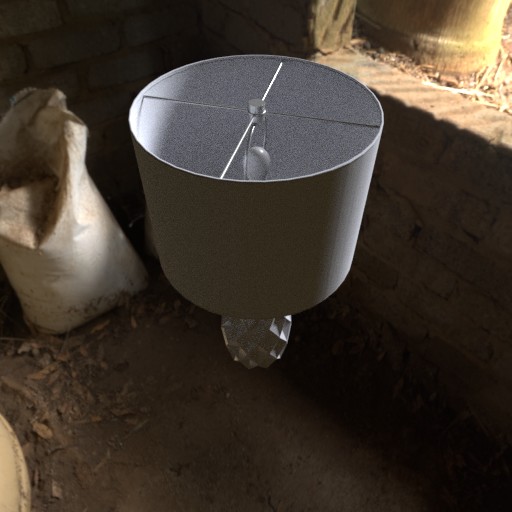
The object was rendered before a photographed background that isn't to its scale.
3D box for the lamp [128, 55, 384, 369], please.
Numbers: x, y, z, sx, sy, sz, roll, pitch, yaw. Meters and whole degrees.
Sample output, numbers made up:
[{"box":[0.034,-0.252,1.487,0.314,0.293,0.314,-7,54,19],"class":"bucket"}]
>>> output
[{"box":[0.000,0.000,0.710,0.297,0.522,0.297,0,46,0],"class":"lamp"}]
